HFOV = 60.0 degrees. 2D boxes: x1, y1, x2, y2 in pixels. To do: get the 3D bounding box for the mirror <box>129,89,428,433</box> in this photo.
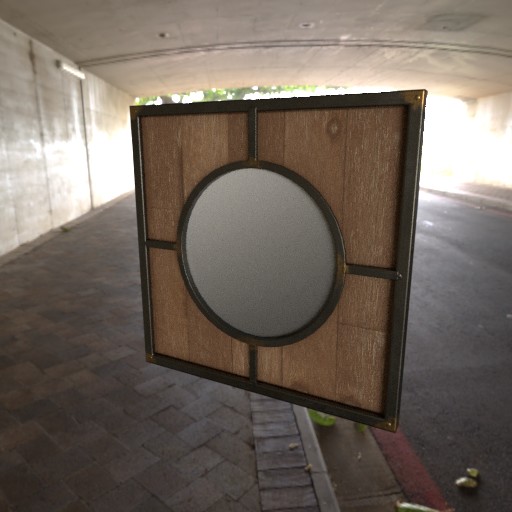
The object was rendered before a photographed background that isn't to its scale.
[{"bbox_3d":[0.000,0.000,0.569,0.382,0.381,0.020,7,16,27],"label":"mirror"}]
